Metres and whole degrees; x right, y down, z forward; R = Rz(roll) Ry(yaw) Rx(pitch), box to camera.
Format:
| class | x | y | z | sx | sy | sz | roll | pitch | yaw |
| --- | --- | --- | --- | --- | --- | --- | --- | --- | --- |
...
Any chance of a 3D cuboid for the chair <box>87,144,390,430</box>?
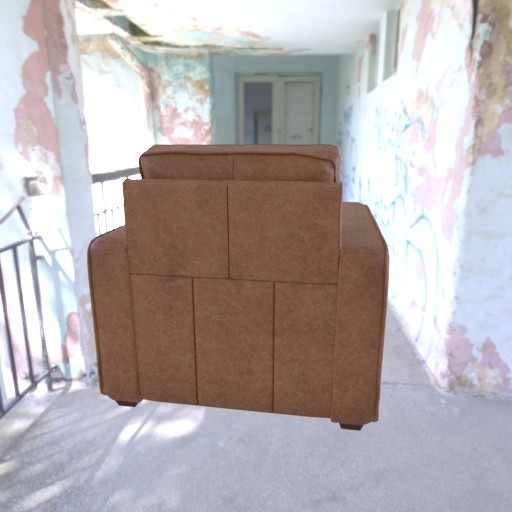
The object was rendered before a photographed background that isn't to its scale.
| class | x | y | z | sx | sy | sz | roll | pitch | yaw |
| --- | --- | --- | --- | --- | --- | --- | --- | --- | --- |
| chair | 0.000 | 0.000 | 1.813 | 0.987 | 0.901 | 1.027 | 2 | 16 | 6 |
